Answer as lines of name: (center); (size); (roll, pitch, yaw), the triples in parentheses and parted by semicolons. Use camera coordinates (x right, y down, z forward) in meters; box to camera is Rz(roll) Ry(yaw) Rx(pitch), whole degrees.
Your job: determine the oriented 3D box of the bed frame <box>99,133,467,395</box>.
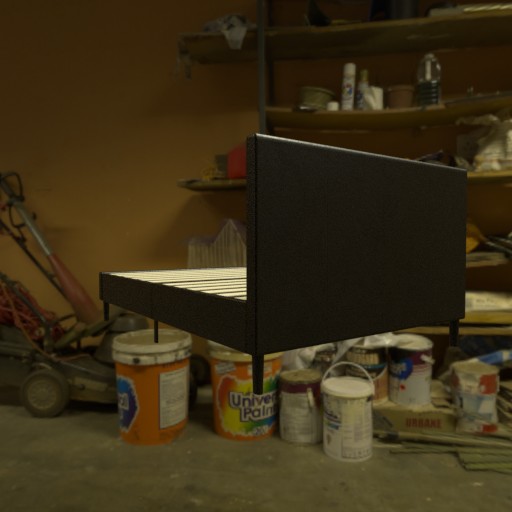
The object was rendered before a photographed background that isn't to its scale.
bed frame: (0.000, 0.000, 3.283); (1.634, 1.127, 2.318); (-1, 2, -35)
